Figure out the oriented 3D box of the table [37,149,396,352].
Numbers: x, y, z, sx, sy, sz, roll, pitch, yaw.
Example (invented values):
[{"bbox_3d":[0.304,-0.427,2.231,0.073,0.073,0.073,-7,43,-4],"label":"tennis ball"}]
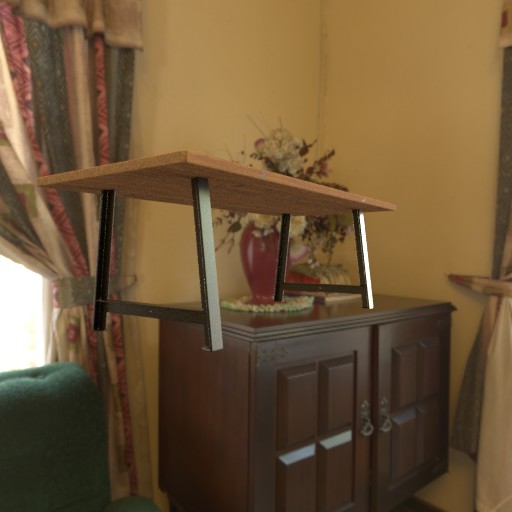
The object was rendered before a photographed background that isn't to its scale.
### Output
[{"bbox_3d":[0.000,0.000,2.719,1.000,0.757,2.200,0,1,36],"label":"table"}]
